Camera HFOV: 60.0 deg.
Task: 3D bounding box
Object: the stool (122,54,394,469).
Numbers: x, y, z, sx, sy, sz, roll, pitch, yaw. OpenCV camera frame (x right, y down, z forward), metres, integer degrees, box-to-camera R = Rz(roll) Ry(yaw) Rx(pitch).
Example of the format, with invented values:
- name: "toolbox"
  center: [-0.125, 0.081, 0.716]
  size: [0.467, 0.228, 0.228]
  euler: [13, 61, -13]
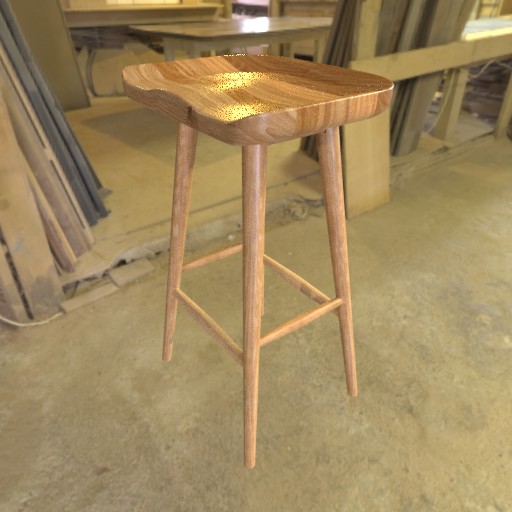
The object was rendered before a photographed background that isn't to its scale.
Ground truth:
- name: "stool"
  center: [0.000, 0.000, 0.906]
  size: [0.322, 0.698, 0.407]
  euler: [-22, 38, -30]
